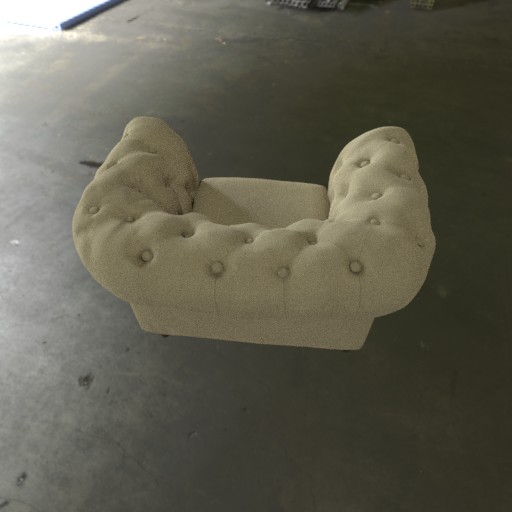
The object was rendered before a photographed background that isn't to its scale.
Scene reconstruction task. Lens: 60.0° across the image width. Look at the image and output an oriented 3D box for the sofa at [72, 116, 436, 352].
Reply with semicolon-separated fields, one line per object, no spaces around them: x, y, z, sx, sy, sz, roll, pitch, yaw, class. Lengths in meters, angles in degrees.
0.000;0.000;2.026;1.405;0.878;1.034;4;46;4;sofa
